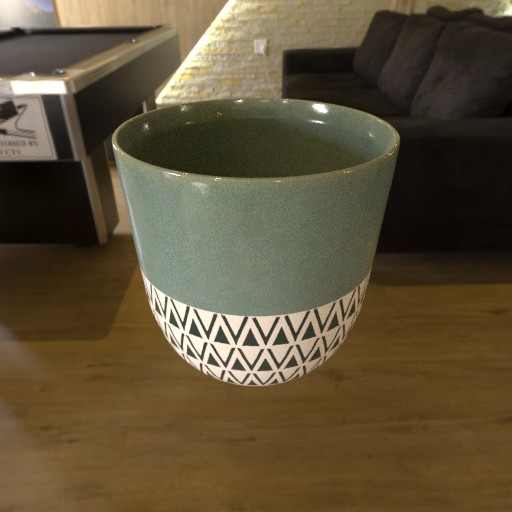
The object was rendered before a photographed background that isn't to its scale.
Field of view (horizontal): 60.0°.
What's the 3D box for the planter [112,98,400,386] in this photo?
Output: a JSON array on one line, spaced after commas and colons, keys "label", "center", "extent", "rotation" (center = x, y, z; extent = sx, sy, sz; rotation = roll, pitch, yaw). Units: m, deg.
[{"label": "planter", "center": [0.000, 0.000, 0.371], "extent": [0.198, 0.214, 0.198], "rotation": [0, 31, 0]}]
